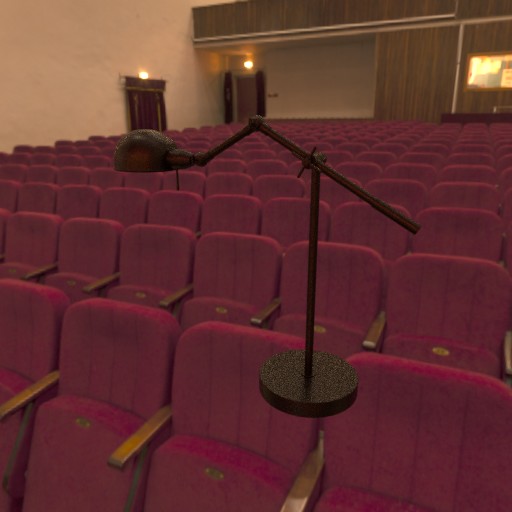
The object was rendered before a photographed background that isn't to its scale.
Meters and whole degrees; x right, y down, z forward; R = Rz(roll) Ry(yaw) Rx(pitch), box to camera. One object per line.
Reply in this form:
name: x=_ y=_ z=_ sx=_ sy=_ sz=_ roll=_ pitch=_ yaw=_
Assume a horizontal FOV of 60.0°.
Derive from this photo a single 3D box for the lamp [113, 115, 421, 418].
lamp: x=0.000 y=0.000 z=0.821 sx=0.567 sy=0.495 sz=0.185 roll=8 pitch=18 yaw=24
